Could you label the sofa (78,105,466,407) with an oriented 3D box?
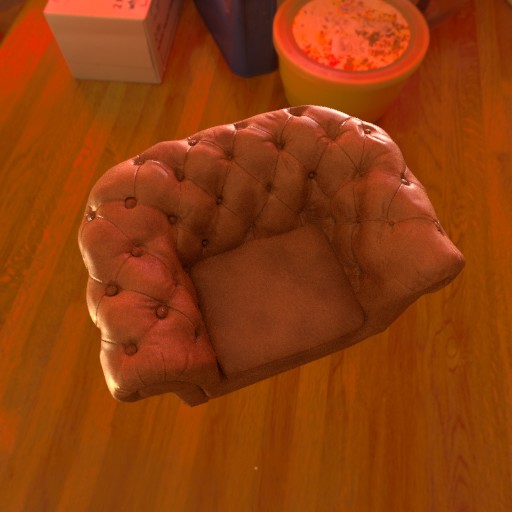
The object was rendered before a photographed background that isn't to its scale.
[{"bbox_3d":[0.000,0.000,2.060,1.405,0.878,1.033,-19,66,-9],"label":"sofa"}]
